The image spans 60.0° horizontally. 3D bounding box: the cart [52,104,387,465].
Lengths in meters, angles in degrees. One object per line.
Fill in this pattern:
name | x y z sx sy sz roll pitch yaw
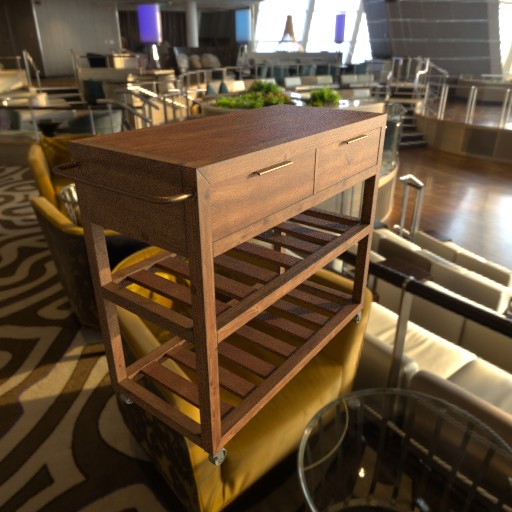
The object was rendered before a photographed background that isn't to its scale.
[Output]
cart | 0.000 0.000 1.449 0.445 0.830 1.065 18 31 33
